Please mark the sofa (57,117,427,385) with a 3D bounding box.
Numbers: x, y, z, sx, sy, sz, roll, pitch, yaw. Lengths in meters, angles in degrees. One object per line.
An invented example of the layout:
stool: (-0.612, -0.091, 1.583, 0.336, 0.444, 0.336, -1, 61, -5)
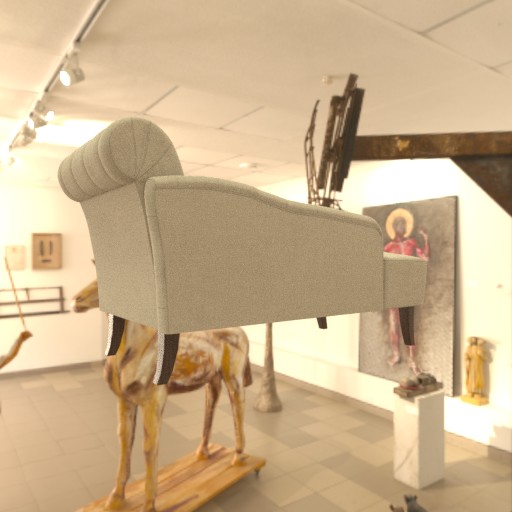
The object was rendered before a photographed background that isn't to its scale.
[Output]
sofa: (0.000, 0.000, 1.795, 1.379, 0.787, 0.675, 0, 0, -36)
